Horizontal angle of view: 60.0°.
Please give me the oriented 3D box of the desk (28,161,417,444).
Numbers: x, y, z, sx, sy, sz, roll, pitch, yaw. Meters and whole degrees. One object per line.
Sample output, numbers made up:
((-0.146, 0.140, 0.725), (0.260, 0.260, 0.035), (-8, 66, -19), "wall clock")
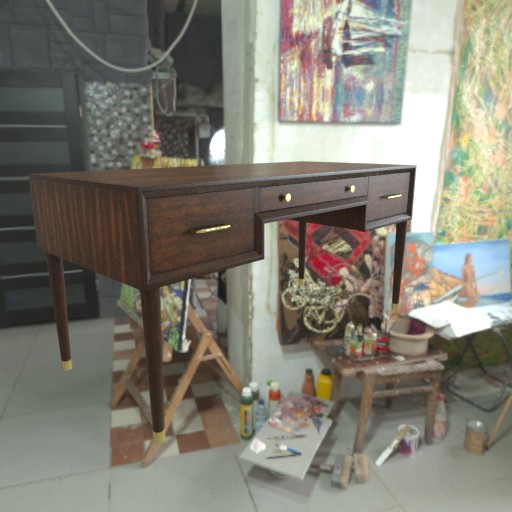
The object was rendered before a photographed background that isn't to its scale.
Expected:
((0.000, 0.000, 1.971), (0.724, 0.762, 1.575), (13, 19, 42), "desk")
